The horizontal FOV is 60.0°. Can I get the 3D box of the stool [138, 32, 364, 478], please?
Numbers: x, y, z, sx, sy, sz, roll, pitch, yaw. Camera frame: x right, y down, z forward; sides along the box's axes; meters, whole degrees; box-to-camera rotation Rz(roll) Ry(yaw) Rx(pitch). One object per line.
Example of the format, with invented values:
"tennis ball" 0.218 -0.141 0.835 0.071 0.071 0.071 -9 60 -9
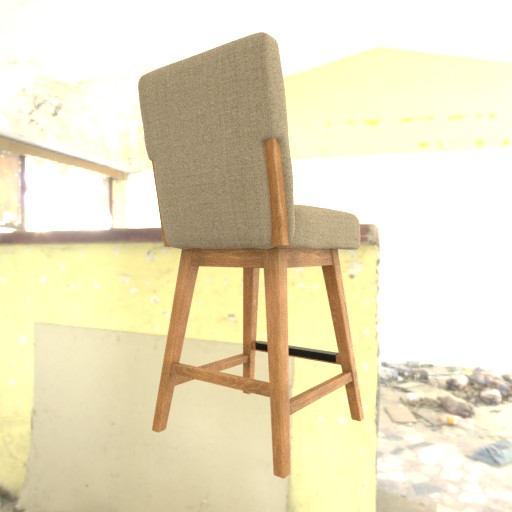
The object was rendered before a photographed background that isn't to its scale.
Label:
"stool" 0.000 0.000 1.300 0.459 1.010 0.526 1 1 37
